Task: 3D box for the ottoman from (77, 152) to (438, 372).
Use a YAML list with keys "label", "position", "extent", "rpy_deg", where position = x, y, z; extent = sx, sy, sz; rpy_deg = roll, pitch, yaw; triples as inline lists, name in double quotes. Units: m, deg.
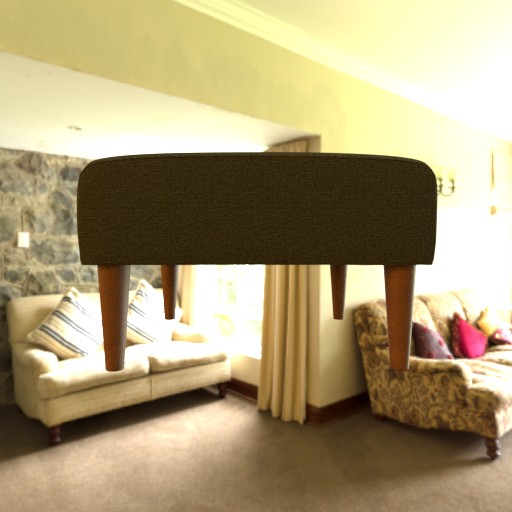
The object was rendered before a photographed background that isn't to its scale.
- label: "ottoman"
  position: [0.000, 0.000, 1.076]
  extent: [0.649, 0.398, 0.650]
  rpy_deg: [0, 1, -1]
